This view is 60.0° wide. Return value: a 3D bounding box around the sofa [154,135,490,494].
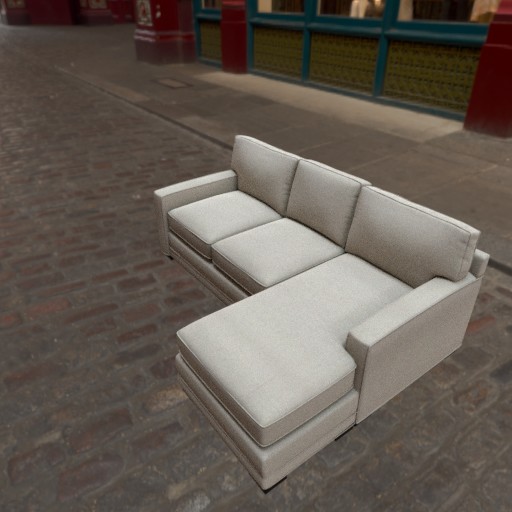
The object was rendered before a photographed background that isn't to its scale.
[{"bbox_3d":[0.000,0.000,2.750,1.496,0.861,2.087,-22,38,-31],"label":"sofa"}]
